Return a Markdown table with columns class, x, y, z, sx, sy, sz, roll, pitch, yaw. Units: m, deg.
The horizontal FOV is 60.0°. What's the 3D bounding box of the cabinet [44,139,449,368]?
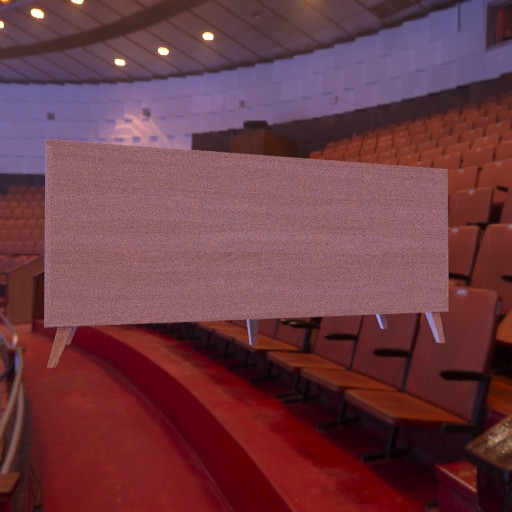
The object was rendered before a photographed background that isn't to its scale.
| class | x | y | z | sx | sy | sz | roll | pitch | yaw |
| --- | --- | --- | --- | --- | --- | --- | --- | --- | --- |
| cabinet | 0.000 | 0.000 | 1.982 | 1.649 | 0.780 | 0.500 | 0 | -1 | -17 |
